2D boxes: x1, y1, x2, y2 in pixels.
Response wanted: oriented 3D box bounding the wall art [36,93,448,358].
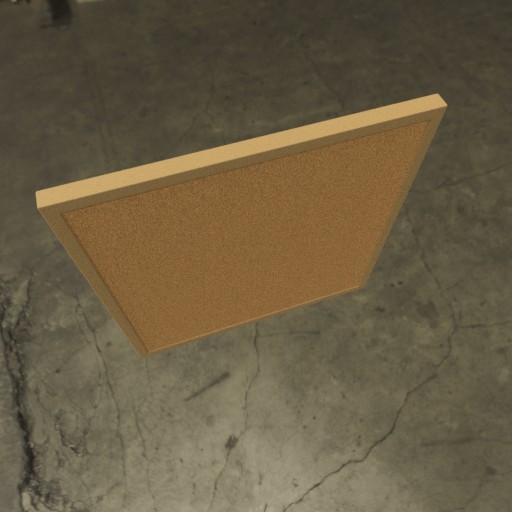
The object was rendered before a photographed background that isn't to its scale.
[{"bbox_3d":[0.000,0.000,1.116,0.761,0.761,0.037,-16,60,-10],"label":"wall art"}]
